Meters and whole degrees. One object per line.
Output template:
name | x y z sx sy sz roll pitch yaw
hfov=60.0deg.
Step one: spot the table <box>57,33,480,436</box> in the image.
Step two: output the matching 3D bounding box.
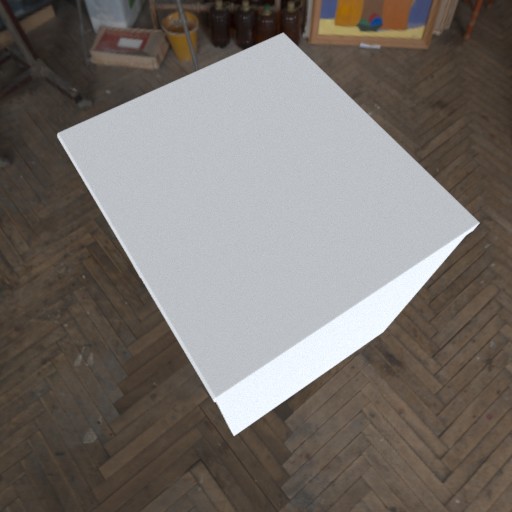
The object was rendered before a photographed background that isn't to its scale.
table | 0.000 0.000 0.779 0.380 0.460 0.420 -30 67 -14
